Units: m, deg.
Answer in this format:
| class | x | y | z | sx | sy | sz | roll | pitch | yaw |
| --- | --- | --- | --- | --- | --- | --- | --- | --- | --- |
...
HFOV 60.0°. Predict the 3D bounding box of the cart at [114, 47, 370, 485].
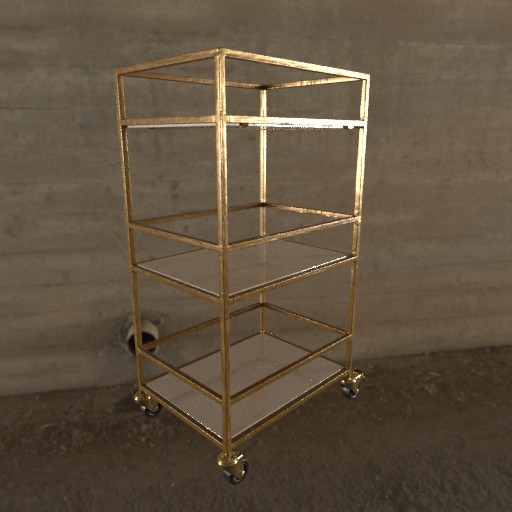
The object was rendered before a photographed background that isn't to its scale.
| class | x | y | z | sx | sy | sz | roll | pitch | yaw |
| --- | --- | --- | --- | --- | --- | --- | --- | --- | --- |
| cart | 0.000 | 0.000 | 0.988 | 0.332 | 0.761 | 0.483 | 15 | 21 | 43 |
